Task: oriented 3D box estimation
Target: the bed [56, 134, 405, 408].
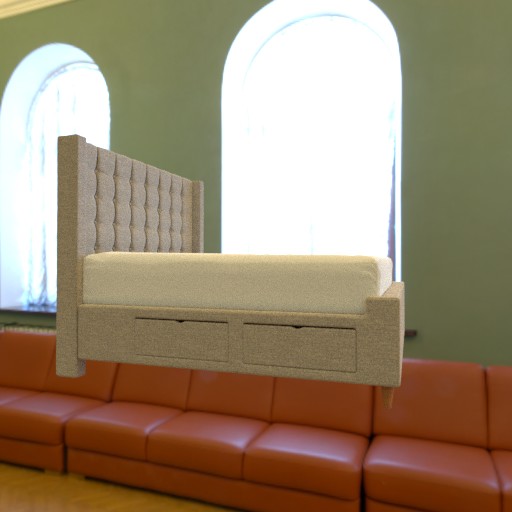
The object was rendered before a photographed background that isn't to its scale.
[{"bbox_3d":[0.000,0.000,3.775,2.372,1.748,2.044,0,-1,19],"label":"bed"}]
